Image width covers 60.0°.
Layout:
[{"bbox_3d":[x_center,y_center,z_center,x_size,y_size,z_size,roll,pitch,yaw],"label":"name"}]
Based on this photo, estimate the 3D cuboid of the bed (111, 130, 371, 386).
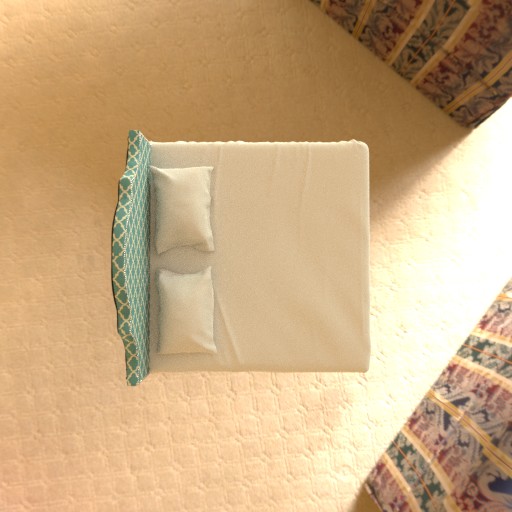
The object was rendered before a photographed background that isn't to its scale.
[{"bbox_3d":[0.000,0.000,3.814,2.222,1.601,2.314,0,89,0],"label":"bed"}]
